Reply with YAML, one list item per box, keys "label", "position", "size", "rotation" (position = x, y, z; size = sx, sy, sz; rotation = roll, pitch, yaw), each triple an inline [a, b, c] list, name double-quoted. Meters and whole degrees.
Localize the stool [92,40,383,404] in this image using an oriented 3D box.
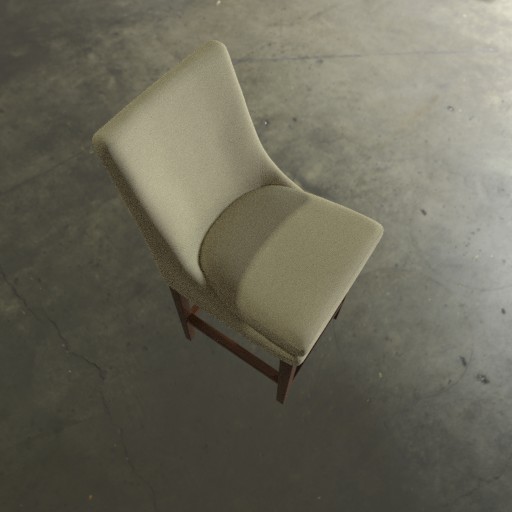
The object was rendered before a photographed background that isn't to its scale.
- label: "stool"
  position: [0.000, 0.000, 1.311]
  size: [0.577, 0.981, 0.470]
  rotation: [30, 63, 17]
